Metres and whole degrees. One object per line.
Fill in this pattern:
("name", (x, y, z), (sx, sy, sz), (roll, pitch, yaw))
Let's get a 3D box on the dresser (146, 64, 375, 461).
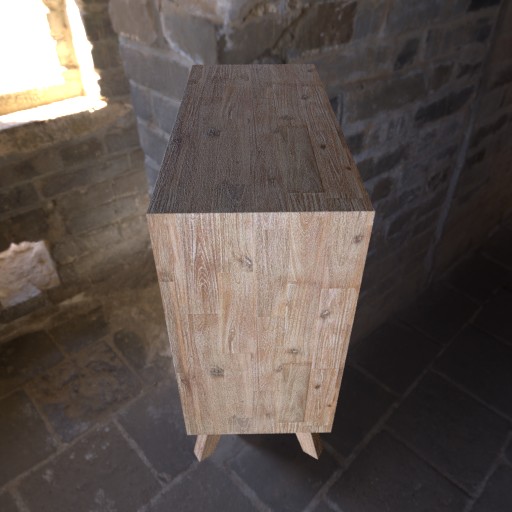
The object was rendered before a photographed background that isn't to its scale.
("dresser", (0.000, 0.000, 1.587), (0.455, 1.029, 0.998), (-1, 39, -1))
